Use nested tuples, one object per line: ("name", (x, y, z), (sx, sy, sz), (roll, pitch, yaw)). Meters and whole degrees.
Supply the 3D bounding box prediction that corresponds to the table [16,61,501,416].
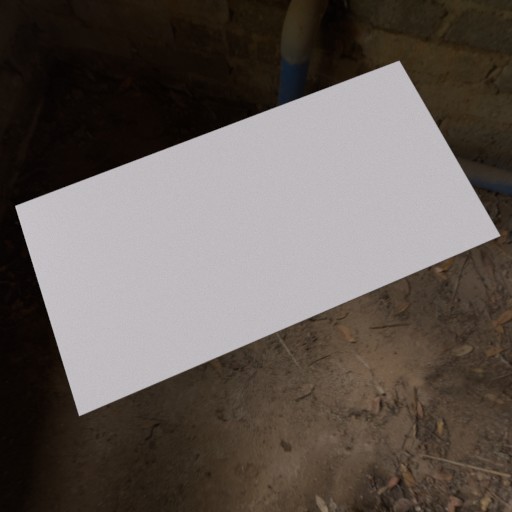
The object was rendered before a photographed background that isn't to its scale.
("table", (0.000, 0.000, 1.328), (0.991, 0.660, 0.498), (-22, 77, -6))
